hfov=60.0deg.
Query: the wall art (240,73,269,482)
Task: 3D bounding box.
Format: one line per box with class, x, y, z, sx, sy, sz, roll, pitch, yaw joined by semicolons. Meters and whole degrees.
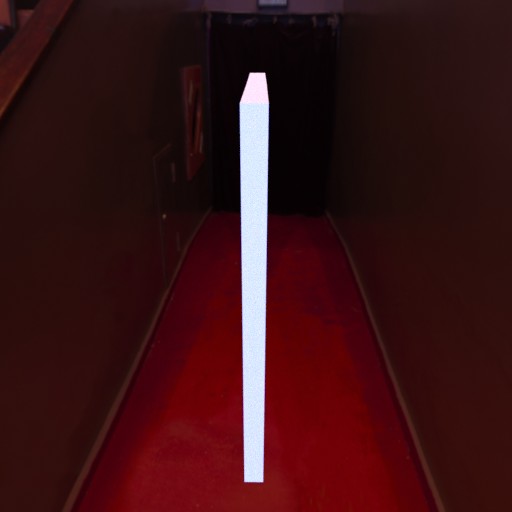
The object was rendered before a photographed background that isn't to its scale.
wall art;0.000;0.000;0.753;0.030;0.549;0.443;0;26;1
